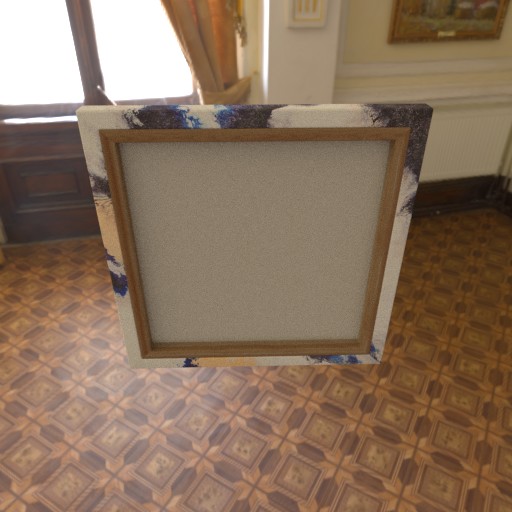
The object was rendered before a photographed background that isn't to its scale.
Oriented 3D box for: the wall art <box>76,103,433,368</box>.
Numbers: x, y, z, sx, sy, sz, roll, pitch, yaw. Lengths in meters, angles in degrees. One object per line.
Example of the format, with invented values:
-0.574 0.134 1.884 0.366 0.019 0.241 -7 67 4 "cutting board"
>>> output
0.000 0.000 0.928 0.609 0.609 0.039 -1 32 -1 "wall art"
